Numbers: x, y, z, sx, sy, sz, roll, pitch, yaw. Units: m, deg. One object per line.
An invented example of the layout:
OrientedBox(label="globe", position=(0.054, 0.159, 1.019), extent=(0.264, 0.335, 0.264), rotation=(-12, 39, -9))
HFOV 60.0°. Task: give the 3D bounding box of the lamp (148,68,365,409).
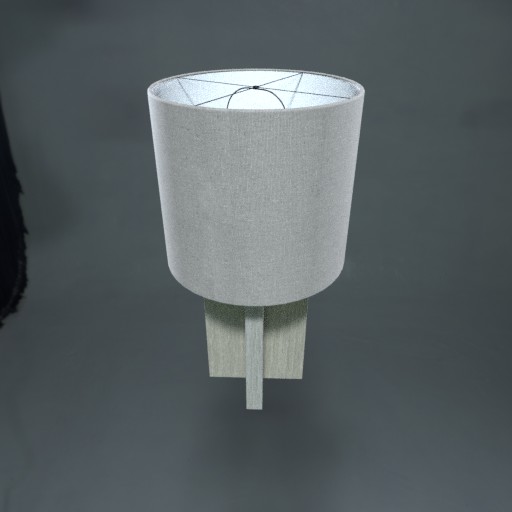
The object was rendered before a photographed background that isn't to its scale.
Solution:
OrientedBox(label="lamp", position=(0.000, 0.000, 0.586), extent=(0.229, 0.428, 0.229), rotation=(1, 31, 2))
